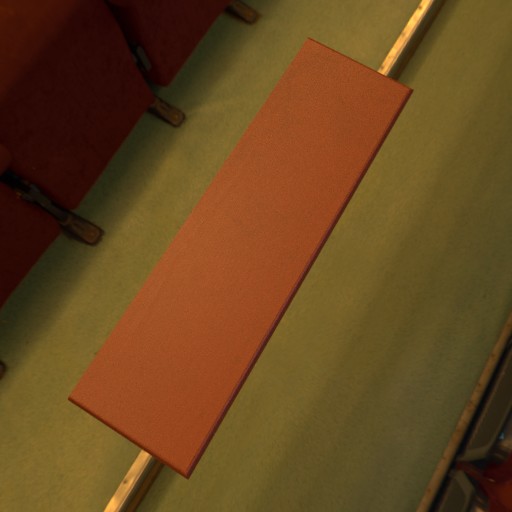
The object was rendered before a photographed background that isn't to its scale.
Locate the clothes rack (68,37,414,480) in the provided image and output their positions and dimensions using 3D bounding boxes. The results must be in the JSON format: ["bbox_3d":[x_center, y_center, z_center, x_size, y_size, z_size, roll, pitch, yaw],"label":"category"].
[{"bbox_3d":[0.000,0.000,1.500,0.362,0.594,1.251,30,78,7],"label":"clothes rack"}]
